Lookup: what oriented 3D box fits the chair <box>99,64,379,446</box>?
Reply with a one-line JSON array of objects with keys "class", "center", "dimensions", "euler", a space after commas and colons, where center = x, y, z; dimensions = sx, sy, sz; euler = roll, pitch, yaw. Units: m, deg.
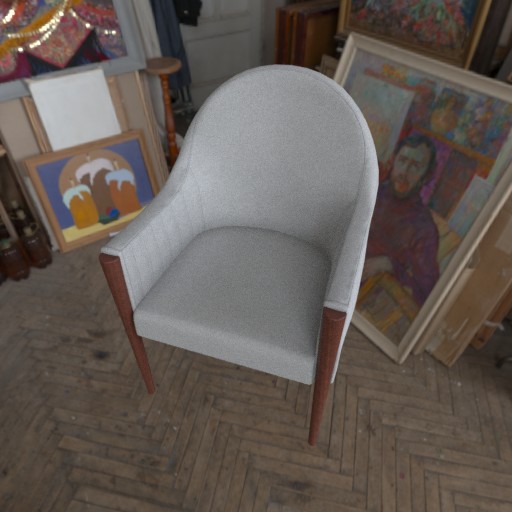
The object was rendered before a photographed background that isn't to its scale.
[{"class": "chair", "center": [0.000, 0.000, 1.291], "dimensions": [0.610, 0.889, 0.620], "euler": [13, 43, 14]}]
